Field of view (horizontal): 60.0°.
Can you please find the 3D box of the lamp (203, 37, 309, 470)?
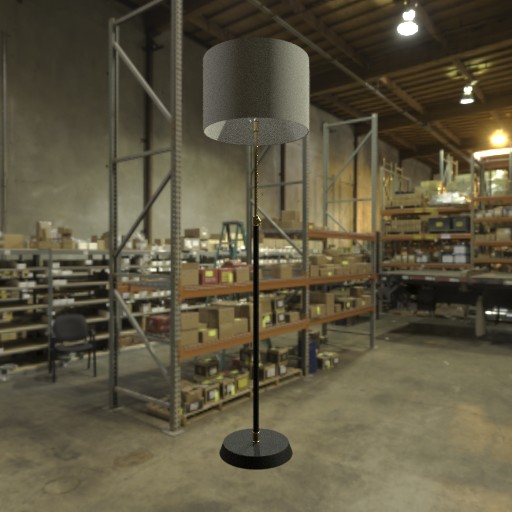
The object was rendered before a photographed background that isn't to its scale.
[{"bbox_3d":[0.000,0.000,1.709,0.404,1.517,0.404,0,1,37],"label":"lamp"}]
